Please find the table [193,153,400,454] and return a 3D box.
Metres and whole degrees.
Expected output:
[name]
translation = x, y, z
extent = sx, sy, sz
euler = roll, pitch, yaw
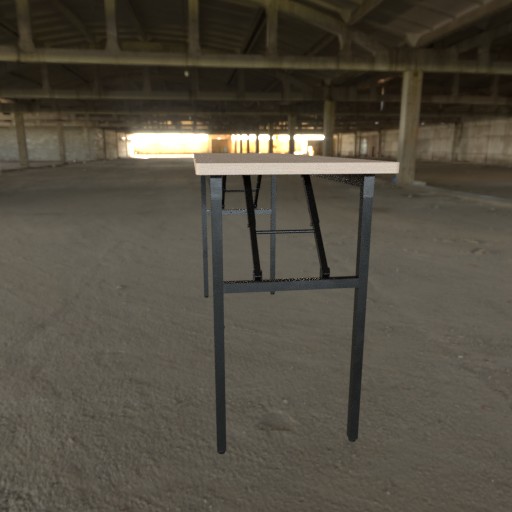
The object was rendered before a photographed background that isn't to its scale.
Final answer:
[table]
translation = 0.000, 0.000, 1.702
extent = 0.447, 0.750, 1.397
euler = -2, 14, -8
